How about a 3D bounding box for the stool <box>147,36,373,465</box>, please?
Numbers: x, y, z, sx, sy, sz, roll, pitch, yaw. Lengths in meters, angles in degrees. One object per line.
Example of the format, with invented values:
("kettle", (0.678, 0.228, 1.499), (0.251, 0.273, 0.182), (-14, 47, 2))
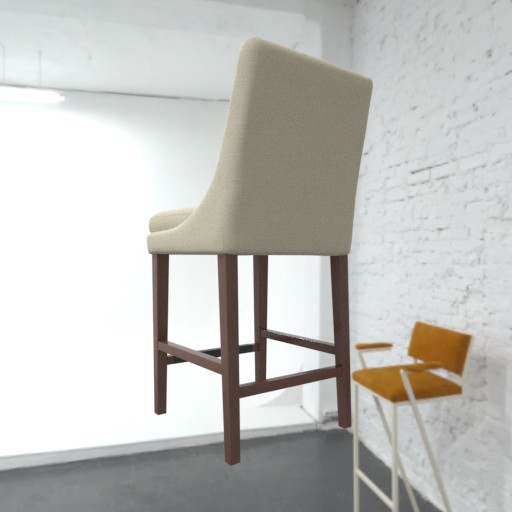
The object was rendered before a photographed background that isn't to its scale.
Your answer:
("stool", (0.000, 0.000, 1.305), (0.470, 0.981, 0.577), (0, 0, -36))
